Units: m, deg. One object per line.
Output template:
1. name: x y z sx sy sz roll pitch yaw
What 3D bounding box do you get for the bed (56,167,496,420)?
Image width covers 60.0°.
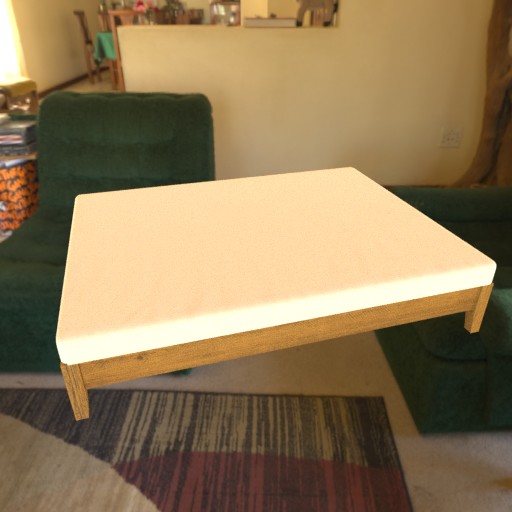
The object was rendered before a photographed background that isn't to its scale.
1. bed: 0.000 0.000 2.618 2.016 0.431 1.536 -8 31 -14
